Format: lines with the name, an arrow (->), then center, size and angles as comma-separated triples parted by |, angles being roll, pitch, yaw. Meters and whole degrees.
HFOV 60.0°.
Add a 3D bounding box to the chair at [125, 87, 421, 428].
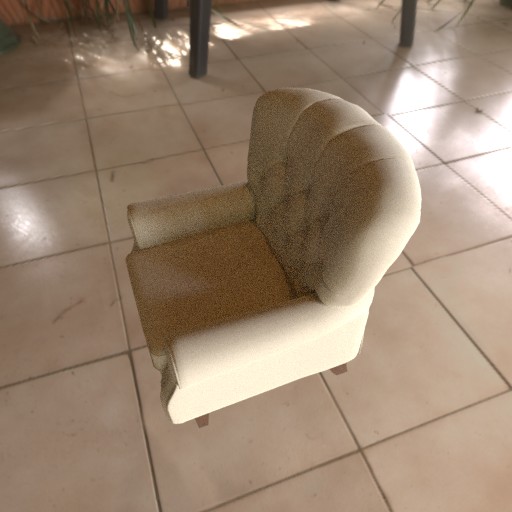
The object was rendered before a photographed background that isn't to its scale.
chair -> 0.000, 0.000, 2.007 | 1.132, 1.169, 1.035 | -16, 48, -15
